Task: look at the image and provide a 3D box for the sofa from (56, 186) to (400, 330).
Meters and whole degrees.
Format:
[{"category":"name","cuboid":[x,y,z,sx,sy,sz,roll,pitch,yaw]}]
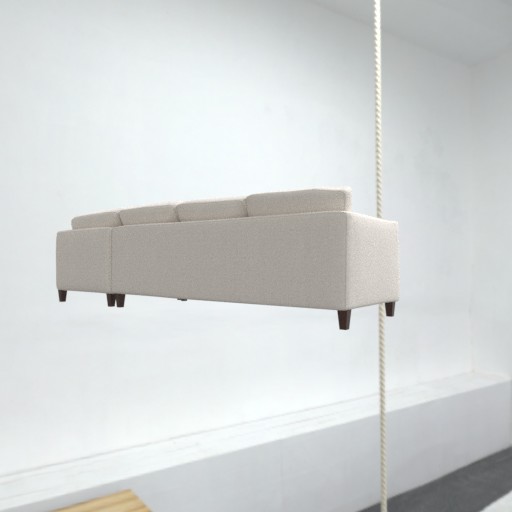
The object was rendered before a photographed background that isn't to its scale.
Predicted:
[{"category":"sofa","cuboid":[0.000,0.000,4.632,3.302,0.947,2.593,0,-1,36]}]
